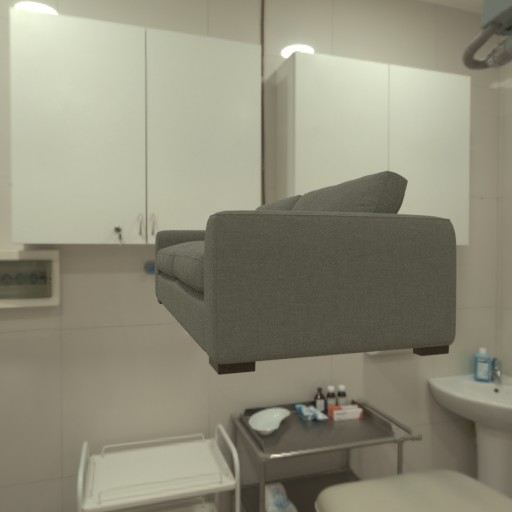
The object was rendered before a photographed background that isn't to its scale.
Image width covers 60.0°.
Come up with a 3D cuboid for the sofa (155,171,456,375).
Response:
[{"bbox_3d":[0.000,0.000,2.756,1.070,0.801,2.262,0,1,-18],"label":"sofa"}]
